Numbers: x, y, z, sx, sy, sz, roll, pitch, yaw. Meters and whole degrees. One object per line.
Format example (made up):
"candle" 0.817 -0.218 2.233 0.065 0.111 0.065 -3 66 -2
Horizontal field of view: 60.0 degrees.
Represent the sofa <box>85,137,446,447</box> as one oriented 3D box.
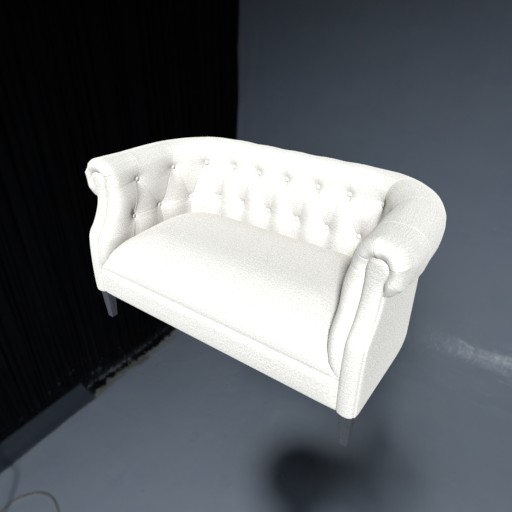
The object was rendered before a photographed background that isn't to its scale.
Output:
"sofa" 0.000 0.000 2.061 1.558 0.827 0.835 20 35 31
